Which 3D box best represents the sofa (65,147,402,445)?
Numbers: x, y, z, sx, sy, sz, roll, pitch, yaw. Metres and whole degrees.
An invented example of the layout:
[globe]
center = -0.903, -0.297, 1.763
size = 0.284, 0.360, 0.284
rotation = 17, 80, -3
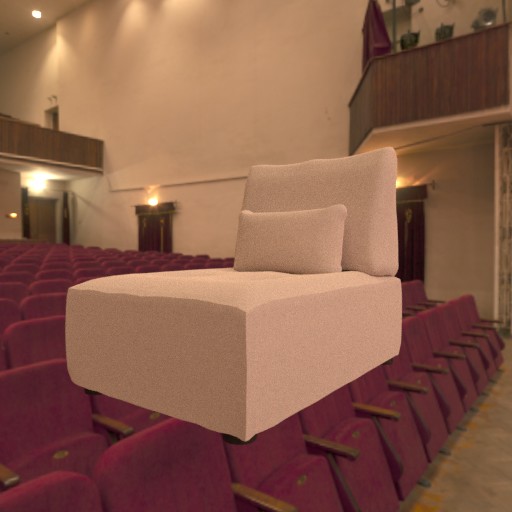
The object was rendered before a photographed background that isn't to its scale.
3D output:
[sofa]
center = 0.000, 0.000, 1.533
size = 0.700, 0.820, 1.000
rotation = 1, 1, 37
